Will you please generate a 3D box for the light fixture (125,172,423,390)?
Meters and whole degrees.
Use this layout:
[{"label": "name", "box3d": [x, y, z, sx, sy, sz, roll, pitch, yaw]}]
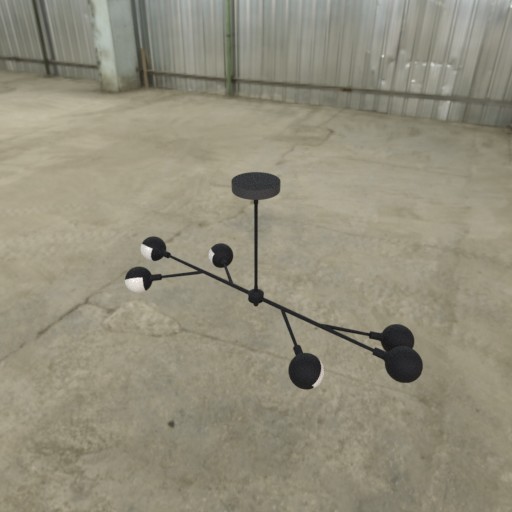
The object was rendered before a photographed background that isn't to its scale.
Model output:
[{"label": "light fixture", "box3d": [0.000, 0.000, 1.005, 0.434, 0.362, 0.778, -21, 37, -30]}]
